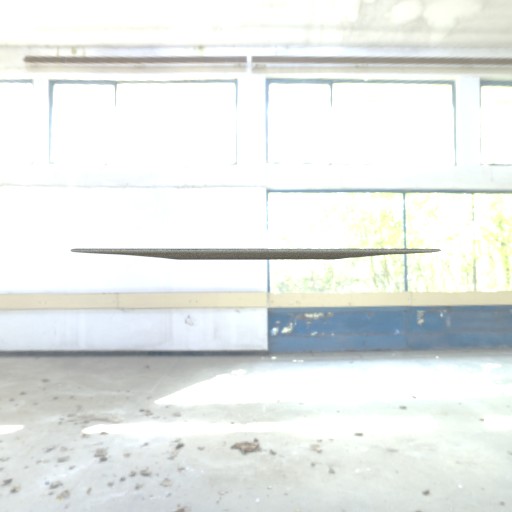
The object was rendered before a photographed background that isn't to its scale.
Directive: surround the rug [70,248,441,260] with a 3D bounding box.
[{"bbox_3d":[0.000,0.000,3.066,1.535,0.022,2.498,0,-1,0],"label":"rug"}]
